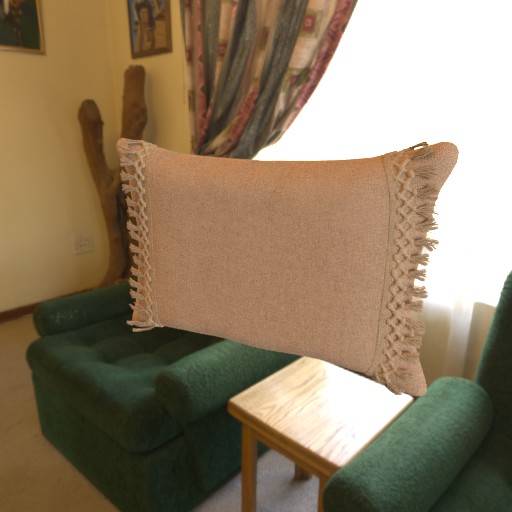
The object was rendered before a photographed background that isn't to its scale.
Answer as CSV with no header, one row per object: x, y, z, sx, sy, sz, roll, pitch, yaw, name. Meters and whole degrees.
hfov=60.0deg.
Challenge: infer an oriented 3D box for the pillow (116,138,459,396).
0.000,0.000,0.593,0.466,0.305,0.084,8,18,26,pillow
